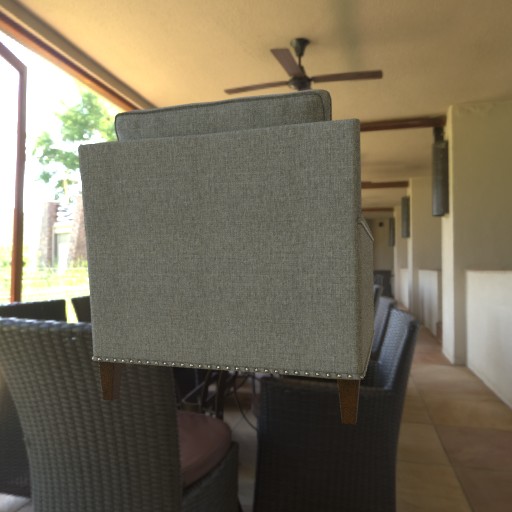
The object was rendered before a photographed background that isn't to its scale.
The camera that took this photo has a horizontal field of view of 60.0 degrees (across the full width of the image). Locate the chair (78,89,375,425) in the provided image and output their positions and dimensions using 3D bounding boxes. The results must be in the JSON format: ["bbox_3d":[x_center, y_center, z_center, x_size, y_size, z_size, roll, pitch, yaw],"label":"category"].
[{"bbox_3d":[0.000,0.000,1.702,0.853,0.943,1.014,0,-2,17],"label":"chair"}]
